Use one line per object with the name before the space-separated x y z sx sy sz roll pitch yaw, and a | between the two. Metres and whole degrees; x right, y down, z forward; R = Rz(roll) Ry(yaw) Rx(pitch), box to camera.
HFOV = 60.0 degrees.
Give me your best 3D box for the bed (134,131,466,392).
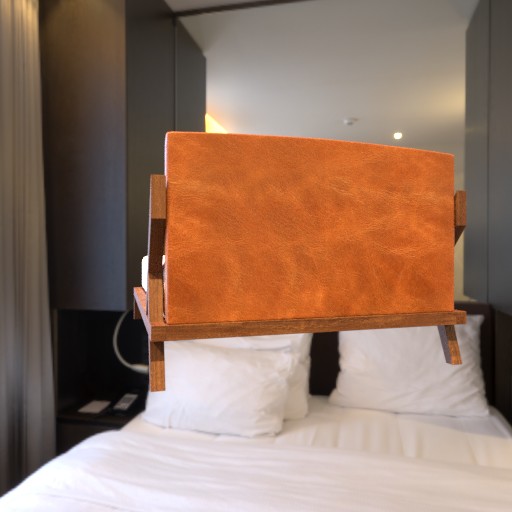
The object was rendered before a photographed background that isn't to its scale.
bed | 0.000 0.000 3.239 1.651 1.168 2.311 0 0 -17
